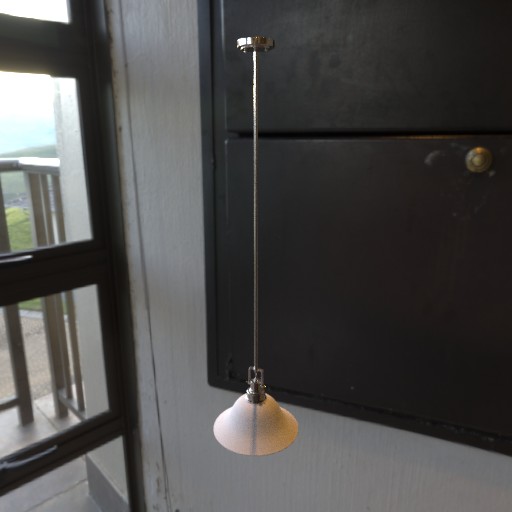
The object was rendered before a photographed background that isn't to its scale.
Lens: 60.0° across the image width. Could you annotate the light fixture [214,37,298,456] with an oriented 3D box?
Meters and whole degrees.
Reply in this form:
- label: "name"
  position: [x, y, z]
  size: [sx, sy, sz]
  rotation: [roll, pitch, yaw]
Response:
- label: "light fixture"
  position: [0.000, 0.000, 1.522]
  size: [0.324, 1.354, 0.324]
  rotation: [8, 17, 27]
